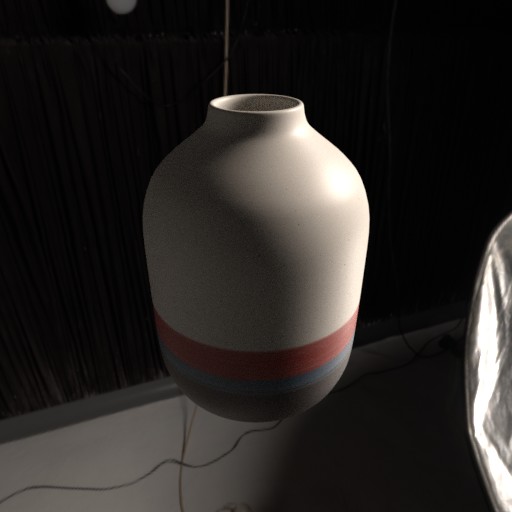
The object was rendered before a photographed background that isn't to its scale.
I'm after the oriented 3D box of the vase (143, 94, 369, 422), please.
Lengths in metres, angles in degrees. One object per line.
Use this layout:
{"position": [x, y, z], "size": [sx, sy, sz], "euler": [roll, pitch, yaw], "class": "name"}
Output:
{"position": [0.000, 0.000, 0.355], "size": [0.169, 0.237, 0.169], "euler": [0, 30, 0], "class": "vase"}
